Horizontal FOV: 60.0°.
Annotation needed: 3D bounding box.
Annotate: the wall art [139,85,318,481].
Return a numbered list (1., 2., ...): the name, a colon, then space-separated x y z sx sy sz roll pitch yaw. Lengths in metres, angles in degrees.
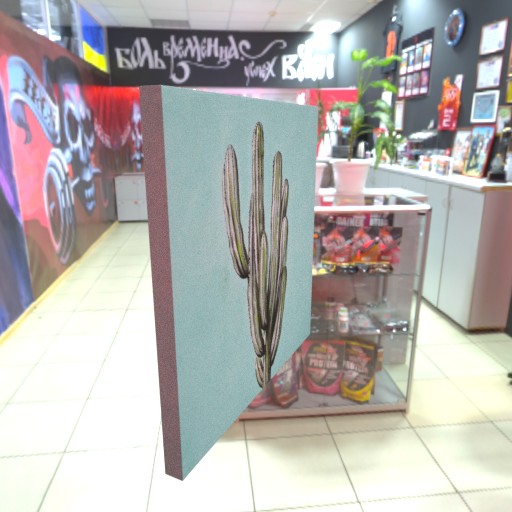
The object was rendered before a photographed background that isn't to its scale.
1. wall art: 0.000 0.000 0.903 0.036 0.603 0.603 8 18 26
